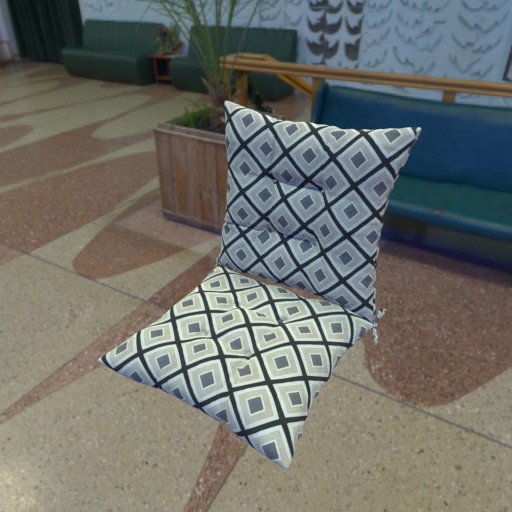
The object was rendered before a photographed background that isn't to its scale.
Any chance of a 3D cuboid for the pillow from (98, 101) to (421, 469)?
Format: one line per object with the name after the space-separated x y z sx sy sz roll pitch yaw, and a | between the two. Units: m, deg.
0.000 0.000 1.001 0.541 0.536 0.585 18 36 27 | pillow
